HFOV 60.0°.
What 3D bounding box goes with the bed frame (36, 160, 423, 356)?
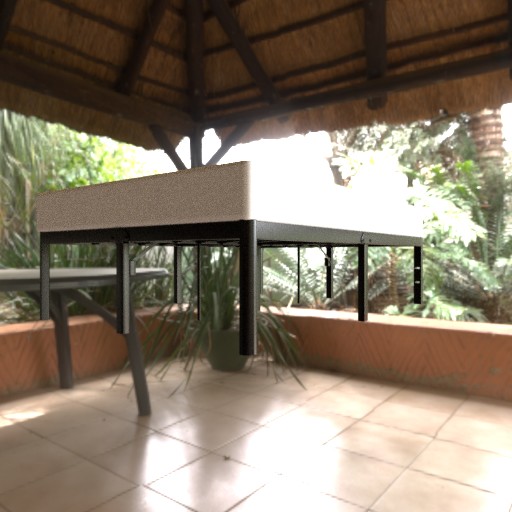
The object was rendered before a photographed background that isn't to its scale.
[{"bbox_3d":[0.000,0.000,2.662,1.408,0.659,1.956,0,0,37],"label":"bed frame"}]
